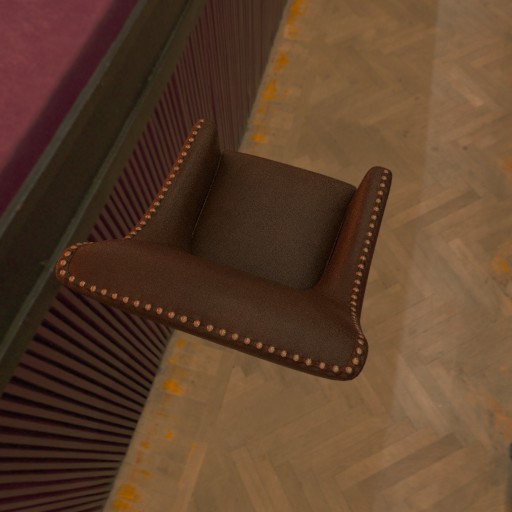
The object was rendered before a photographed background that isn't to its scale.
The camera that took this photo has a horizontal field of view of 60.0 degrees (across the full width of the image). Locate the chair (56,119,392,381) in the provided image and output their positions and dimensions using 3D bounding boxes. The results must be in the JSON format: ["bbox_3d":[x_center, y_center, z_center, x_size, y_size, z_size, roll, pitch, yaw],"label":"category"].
[{"bbox_3d":[0.000,0.000,1.312,0.639,0.813,0.704,17,66,8],"label":"chair"}]
